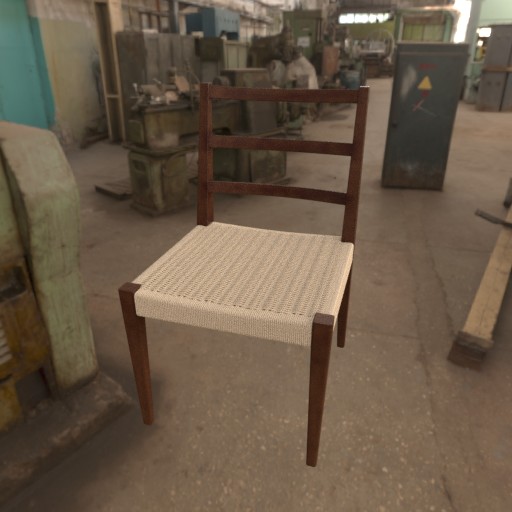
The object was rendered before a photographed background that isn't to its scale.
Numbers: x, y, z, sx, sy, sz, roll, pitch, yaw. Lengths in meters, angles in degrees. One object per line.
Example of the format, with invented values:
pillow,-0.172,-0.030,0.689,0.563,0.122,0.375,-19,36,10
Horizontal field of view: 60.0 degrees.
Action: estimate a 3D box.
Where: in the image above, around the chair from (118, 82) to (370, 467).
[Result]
chair,0.000,0.000,1.168,0.480,0.813,0.551,7,26,15
